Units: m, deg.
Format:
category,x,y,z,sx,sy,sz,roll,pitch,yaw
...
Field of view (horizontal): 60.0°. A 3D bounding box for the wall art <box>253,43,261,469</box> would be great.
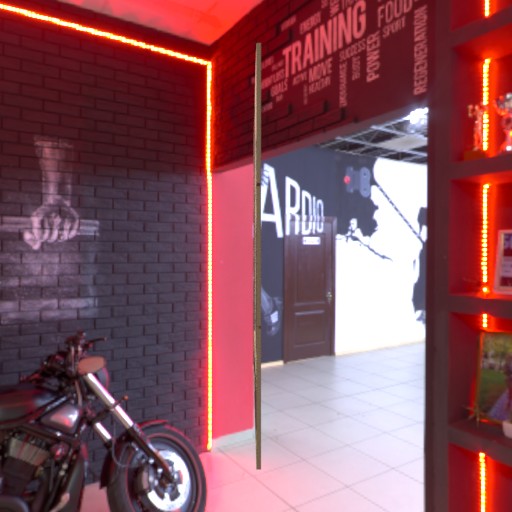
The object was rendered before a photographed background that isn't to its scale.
category,x,y,z,sx,sy,sz,roll,pitch,yaw
wall art,0.000,0.000,2.341,0.017,1.521,1.527,0,0,-1
